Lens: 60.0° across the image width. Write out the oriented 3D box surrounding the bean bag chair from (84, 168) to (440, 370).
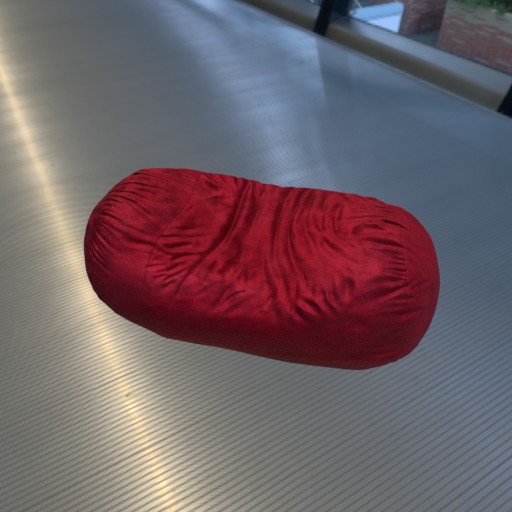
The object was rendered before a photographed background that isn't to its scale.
[{"bbox_3d":[0.000,0.000,2.918,2.293,0.867,1.216,10,44,11],"label":"bean bag chair"}]
